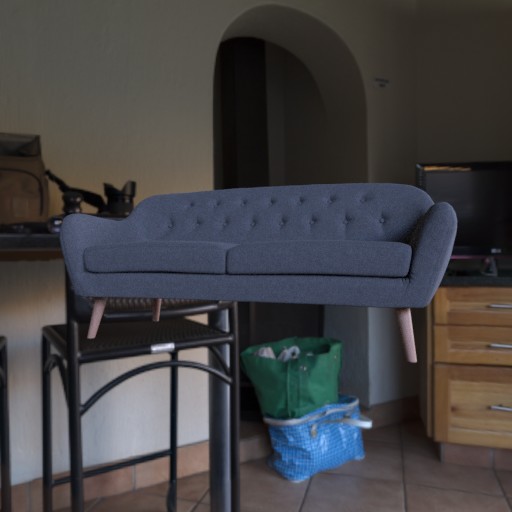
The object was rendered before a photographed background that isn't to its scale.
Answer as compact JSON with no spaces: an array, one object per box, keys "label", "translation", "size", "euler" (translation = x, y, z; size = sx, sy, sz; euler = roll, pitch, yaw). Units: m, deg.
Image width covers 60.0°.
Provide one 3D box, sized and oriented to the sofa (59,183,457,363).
[{"label":"sofa","translation":[0.000,0.000,2.274],"size":[1.840,0.820,0.820],"euler":[0,0,19]}]
